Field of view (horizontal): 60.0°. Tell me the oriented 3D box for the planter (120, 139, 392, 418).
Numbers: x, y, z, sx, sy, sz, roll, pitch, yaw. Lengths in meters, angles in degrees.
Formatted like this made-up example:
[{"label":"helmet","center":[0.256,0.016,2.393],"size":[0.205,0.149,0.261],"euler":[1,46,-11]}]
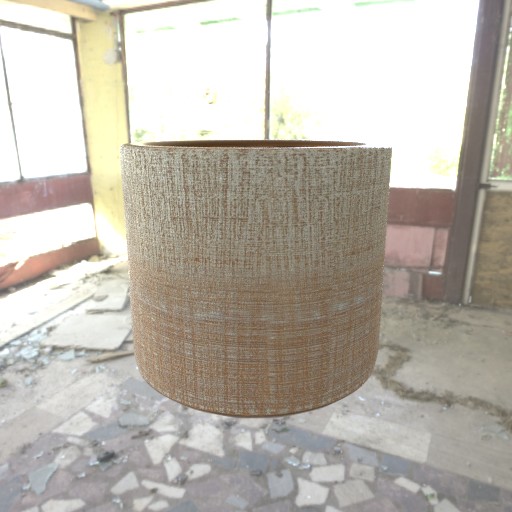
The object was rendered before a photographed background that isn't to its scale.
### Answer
[{"label":"planter","center":[0.000,0.000,0.193],"size":[0.109,0.096,0.109],"euler":[0,16,0]}]
